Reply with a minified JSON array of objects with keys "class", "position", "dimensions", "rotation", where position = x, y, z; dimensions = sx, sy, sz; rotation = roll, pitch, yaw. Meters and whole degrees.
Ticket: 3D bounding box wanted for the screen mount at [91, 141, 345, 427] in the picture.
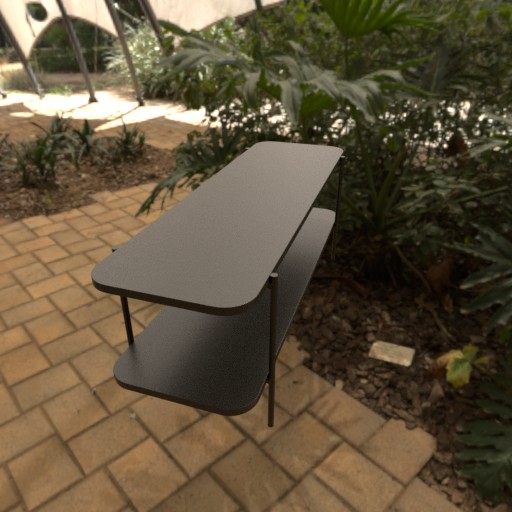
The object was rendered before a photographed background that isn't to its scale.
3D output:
[{"class":"screen mount","position":[0.000,0.000,1.457],"dimensions":[0.400,0.447,1.200],"rotation":[9,30,16]}]
